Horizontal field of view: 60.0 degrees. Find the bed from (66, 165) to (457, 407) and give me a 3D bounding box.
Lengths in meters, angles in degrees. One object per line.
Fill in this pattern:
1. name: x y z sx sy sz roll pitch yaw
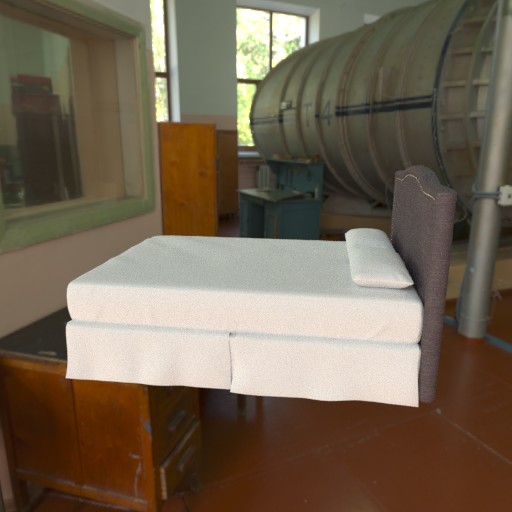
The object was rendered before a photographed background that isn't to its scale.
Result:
1. bed: 0.000 0.000 3.560 2.507 1.441 1.741 2 15 9
